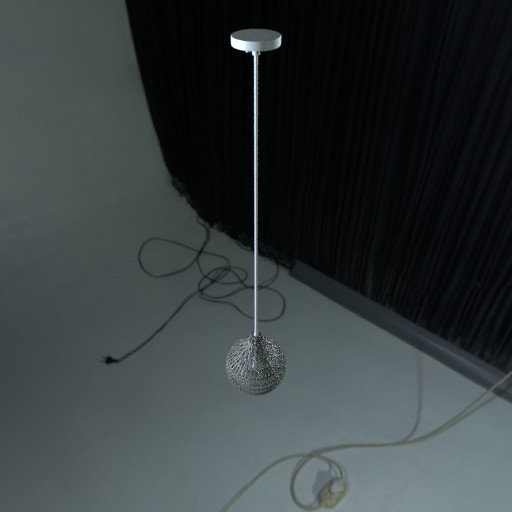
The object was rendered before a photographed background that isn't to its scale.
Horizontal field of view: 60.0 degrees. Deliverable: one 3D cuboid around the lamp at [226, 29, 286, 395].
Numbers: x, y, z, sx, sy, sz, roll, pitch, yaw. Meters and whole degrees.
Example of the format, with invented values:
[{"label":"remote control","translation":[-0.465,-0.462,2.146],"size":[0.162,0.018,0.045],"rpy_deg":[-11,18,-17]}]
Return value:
[{"label":"lamp","translation":[0.000,0.000,2.094],"size":[0.355,1.919,0.355],"rpy_deg":[25,46,27]}]
